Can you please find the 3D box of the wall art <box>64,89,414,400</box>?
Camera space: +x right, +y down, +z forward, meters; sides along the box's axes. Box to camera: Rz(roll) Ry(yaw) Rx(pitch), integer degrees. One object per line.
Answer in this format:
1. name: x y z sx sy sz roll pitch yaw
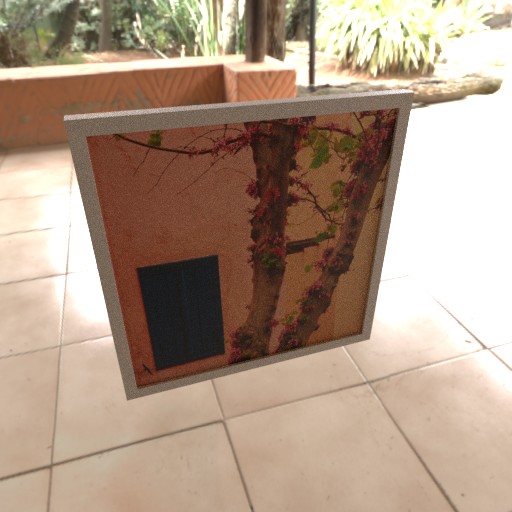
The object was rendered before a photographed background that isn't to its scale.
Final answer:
1. wall art: 0.000 0.000 1.138 0.762 0.762 0.038 -10 33 -16
